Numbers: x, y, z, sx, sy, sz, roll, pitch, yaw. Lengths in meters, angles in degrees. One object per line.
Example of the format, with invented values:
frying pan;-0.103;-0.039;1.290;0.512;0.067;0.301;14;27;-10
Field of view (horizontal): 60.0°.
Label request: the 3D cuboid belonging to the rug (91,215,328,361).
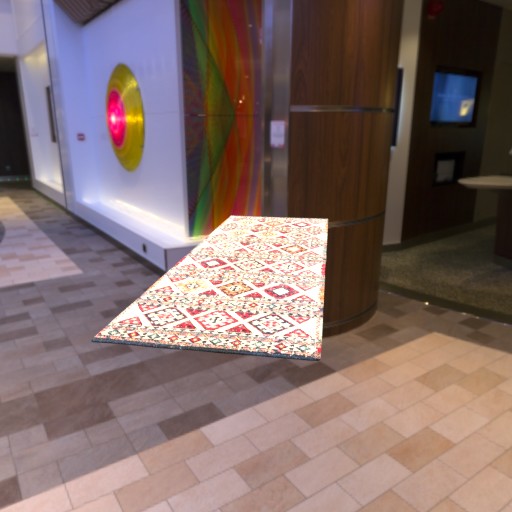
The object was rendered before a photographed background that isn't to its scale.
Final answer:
rug;0.000;0.000;2.656;0.832;0.008;2.362;3;17;9
